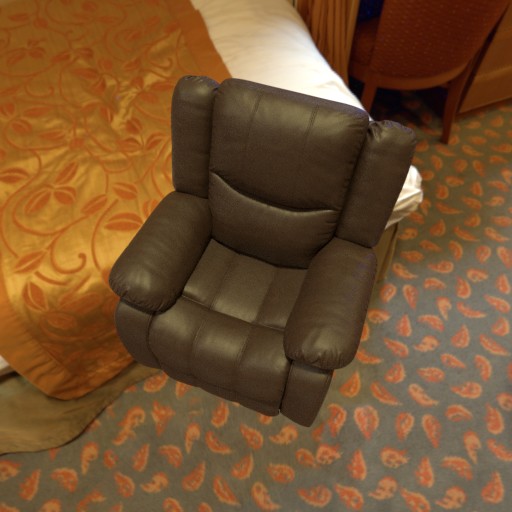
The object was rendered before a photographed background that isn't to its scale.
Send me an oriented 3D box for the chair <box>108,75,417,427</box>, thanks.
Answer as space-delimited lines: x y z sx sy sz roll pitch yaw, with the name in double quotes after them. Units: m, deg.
0.000 0.000 1.709 0.899 1.009 0.934 17 60 11 "chair"
